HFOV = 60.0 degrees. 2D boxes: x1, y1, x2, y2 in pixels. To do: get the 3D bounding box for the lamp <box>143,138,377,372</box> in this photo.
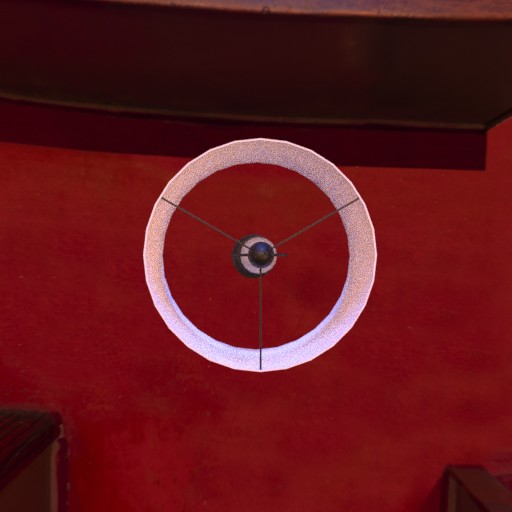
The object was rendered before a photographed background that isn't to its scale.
[{"bbox_3d":[0.000,0.000,0.855,0.349,0.667,0.349,0,90,-1],"label":"lamp"}]
